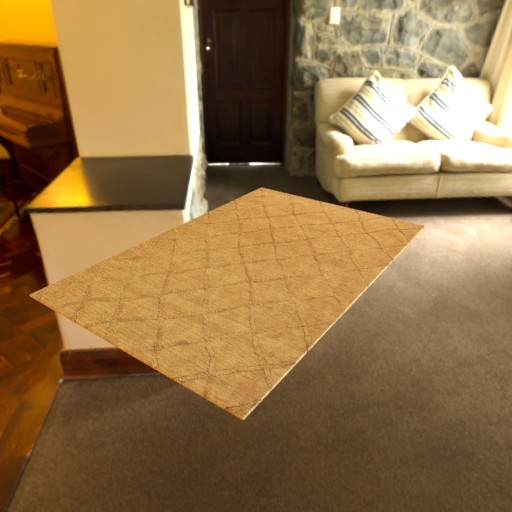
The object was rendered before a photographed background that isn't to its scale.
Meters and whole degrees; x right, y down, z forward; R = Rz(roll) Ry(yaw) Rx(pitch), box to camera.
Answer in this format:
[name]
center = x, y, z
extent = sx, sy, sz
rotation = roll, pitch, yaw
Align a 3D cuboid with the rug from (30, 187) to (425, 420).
[rug]
center = 0.000, 0.000, 2.950
extent = 1.528, 0.014, 2.292
rotation = 18, 33, 31
